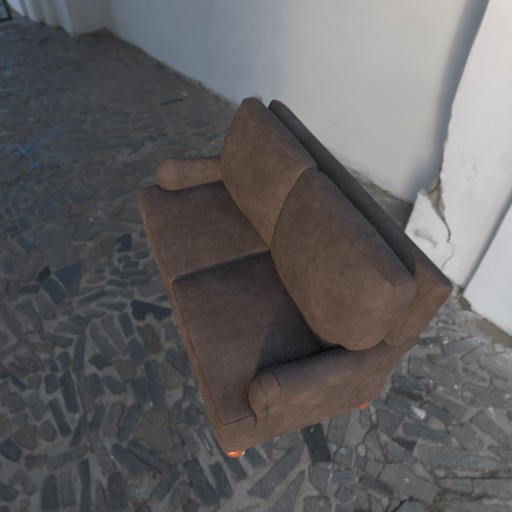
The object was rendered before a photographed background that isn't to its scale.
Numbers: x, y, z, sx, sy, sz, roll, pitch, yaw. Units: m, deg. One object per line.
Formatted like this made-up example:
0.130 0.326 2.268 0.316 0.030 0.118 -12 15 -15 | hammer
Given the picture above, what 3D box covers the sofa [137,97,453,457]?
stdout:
0.000 0.000 2.595 1.084 1.101 1.853 -16 48 -15 | sofa
